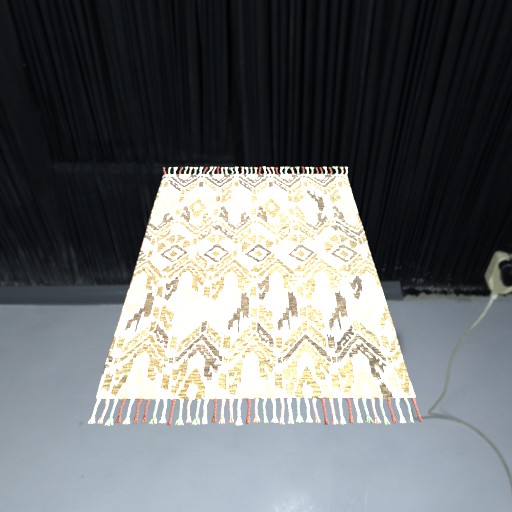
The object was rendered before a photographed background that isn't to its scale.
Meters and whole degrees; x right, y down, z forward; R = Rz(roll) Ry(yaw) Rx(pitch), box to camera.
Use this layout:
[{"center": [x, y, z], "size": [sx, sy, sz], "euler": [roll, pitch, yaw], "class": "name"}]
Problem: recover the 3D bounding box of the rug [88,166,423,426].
[{"center": [0.000, 0.000, 2.248], "size": [1.219, 0.008, 1.829], "euler": [0, 40, 0], "class": "rug"}]
